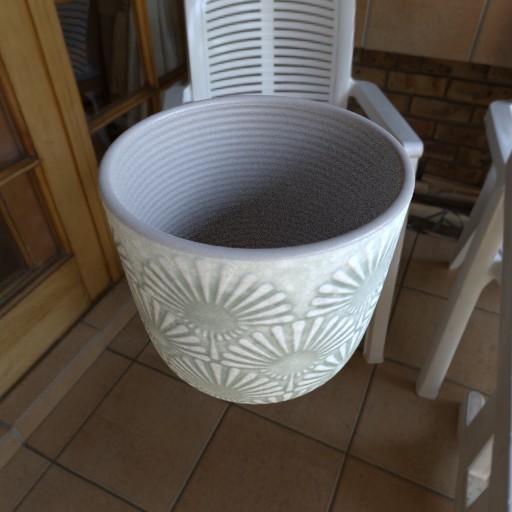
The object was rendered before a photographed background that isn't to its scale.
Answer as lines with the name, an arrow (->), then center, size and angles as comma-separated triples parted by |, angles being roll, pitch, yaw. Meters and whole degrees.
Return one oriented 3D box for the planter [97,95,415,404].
planter -> 0.000, 0.000, 0.214 | 0.124, 0.109, 0.124 | 0, 42, 0
